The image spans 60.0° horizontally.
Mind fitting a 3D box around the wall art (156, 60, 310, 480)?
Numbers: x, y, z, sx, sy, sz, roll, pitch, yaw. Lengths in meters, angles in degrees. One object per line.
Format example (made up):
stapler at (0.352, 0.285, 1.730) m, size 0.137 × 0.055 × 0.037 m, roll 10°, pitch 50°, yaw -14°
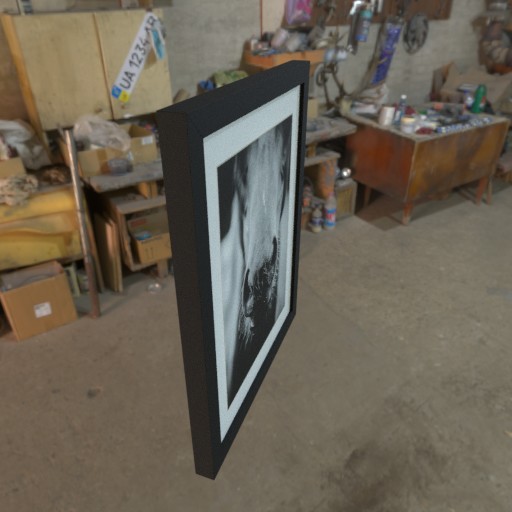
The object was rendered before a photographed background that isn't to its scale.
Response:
wall art at (0.000, 0.000, 0.537) m, size 0.024 × 0.404 × 0.329 m, roll 11°, pitch 32°, yaw 18°
